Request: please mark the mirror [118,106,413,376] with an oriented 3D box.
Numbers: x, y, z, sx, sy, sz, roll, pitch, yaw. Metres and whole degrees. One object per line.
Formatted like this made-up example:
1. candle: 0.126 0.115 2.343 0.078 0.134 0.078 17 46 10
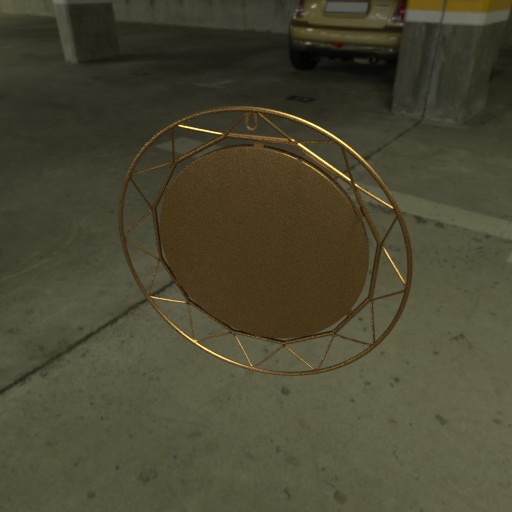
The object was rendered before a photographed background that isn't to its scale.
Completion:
1. mirror: 0.000 0.000 0.679 0.454 0.454 0.043 10 33 16
